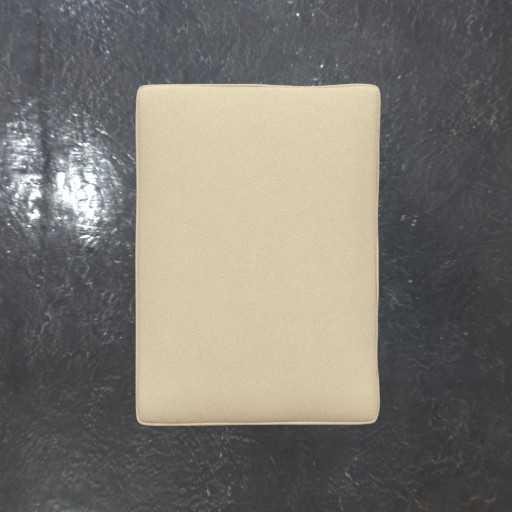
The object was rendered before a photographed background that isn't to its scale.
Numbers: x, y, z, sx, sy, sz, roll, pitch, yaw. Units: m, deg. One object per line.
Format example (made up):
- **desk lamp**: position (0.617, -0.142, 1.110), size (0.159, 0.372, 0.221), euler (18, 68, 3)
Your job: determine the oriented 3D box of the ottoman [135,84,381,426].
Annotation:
- **ottoman**: position (0.000, 0.000, 1.355), size (0.721, 0.482, 0.959), euler (0, 90, -1)
